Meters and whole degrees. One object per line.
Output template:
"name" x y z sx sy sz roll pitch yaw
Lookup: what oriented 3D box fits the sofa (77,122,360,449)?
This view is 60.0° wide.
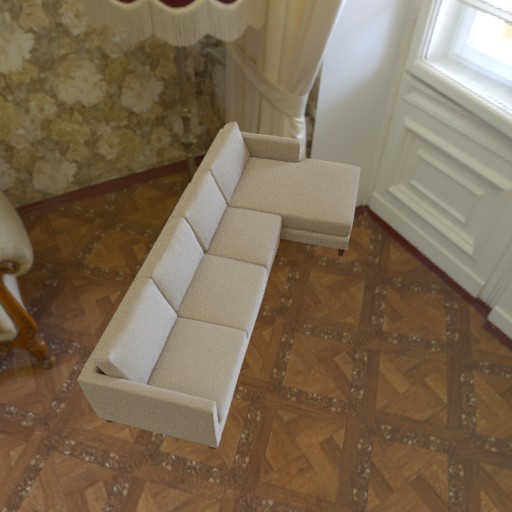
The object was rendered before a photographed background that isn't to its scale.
"sofa" 0.000 0.000 3.970 1.625 0.861 3.186 10 48 10
